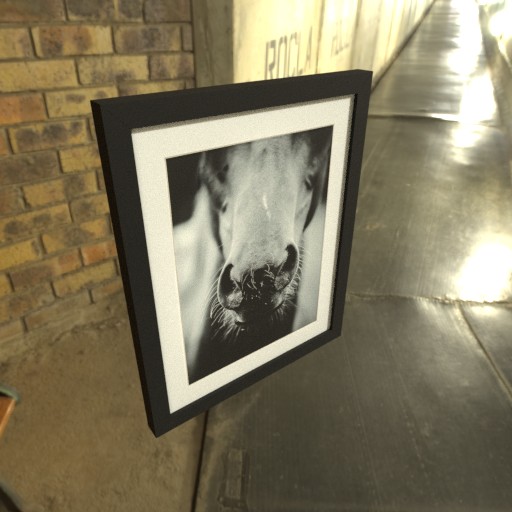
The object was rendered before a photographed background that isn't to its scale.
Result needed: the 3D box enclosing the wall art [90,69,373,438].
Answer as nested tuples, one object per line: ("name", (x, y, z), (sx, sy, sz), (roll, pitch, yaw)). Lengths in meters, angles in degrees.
("wall art", (0.000, 0.000, 0.760), (0.457, 0.559, 0.033), (-20, 36, -31))
